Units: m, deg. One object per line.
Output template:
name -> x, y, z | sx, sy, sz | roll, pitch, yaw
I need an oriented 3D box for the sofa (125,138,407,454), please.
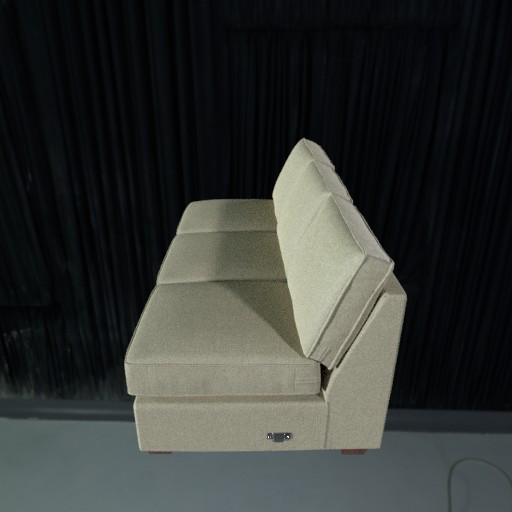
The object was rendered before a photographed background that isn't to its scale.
sofa -> 0.000, 0.000, 2.500 | 1.027, 0.973, 1.962 | 0, 25, 0
